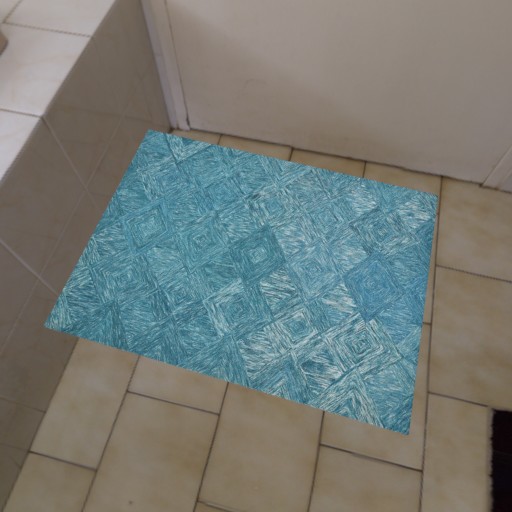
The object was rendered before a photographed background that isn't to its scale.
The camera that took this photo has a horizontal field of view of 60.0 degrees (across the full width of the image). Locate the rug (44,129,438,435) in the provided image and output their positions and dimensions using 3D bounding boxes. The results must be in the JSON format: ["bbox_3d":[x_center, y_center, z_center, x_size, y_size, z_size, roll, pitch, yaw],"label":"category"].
[{"bbox_3d":[0.000,0.000,4.253,3.217,0.027,2.405,14,63,7],"label":"rug"}]
